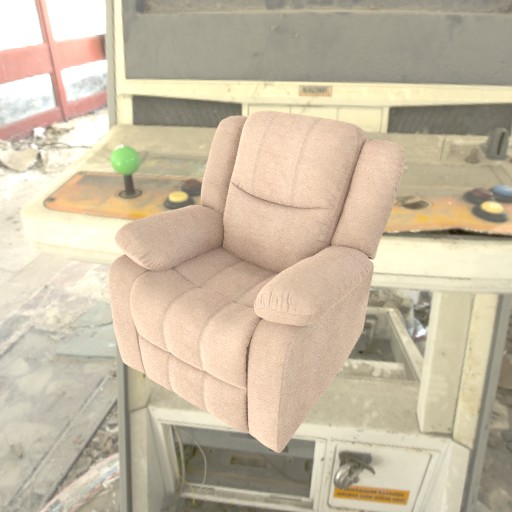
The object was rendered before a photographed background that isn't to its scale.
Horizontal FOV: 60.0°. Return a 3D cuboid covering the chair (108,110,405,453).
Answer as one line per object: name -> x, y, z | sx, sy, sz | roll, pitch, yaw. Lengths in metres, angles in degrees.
chair -> 0.000, 0.000, 1.805 | 0.899, 1.008, 0.944 | 19, 35, 29
